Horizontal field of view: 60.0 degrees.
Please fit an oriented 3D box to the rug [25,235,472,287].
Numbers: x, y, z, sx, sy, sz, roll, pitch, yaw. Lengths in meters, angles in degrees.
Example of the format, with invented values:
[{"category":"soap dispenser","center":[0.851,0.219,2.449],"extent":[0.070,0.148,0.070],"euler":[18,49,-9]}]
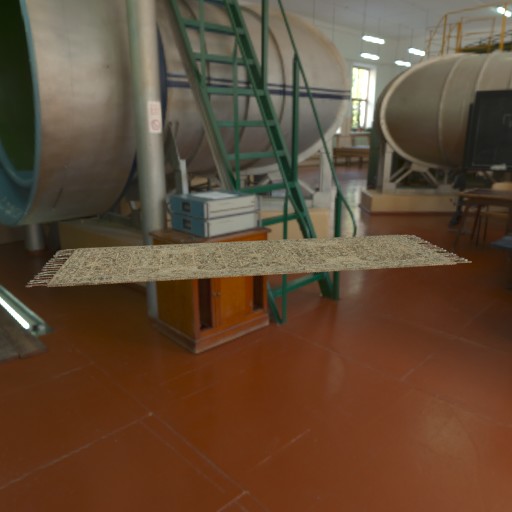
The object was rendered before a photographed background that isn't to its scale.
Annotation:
[{"category":"rug","center":[0.000,0.000,2.952],"extent":[2.664,0.011,0.762],"euler":[-3,17,-9]}]
